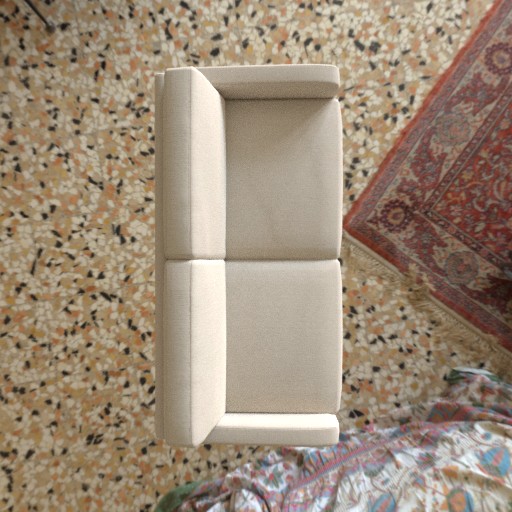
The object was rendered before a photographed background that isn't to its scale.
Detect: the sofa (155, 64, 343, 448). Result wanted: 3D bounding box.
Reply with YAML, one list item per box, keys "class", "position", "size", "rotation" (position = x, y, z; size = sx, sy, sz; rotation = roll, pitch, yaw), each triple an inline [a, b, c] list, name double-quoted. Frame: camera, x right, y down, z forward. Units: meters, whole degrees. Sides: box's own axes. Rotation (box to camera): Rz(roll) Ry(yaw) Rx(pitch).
- class: "sofa"
  position: [0.000, 0.000, 2.225]
  size: [0.894, 0.831, 1.808]
  rotation: [0, 91, -1]
